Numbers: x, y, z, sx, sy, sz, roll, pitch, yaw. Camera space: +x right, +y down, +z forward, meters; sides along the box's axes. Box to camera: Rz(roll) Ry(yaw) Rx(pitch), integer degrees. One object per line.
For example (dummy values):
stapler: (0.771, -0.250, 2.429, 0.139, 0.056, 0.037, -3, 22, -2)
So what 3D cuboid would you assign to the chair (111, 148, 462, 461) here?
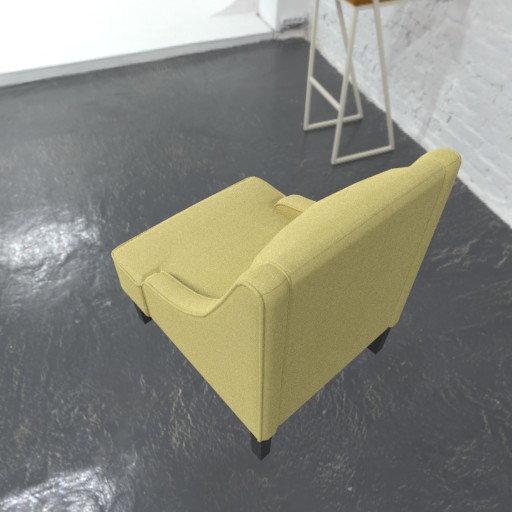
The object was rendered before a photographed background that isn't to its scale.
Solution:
chair: (0.000, 0.000, 1.468, 0.696, 0.896, 0.814, -33, 55, -27)
